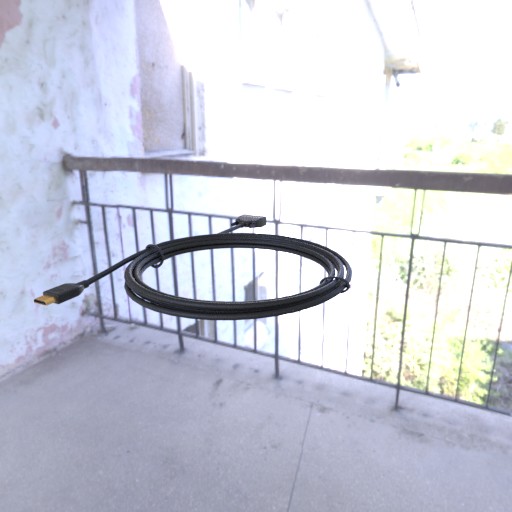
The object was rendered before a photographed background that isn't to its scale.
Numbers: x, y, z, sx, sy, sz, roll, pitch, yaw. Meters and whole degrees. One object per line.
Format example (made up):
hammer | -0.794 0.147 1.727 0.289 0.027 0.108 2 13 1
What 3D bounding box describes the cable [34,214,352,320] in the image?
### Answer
cable | 0.000 0.000 0.520 0.257 0.030 0.422 9 19 26
